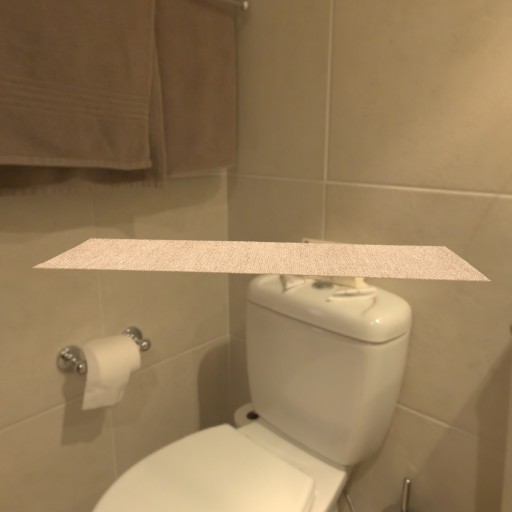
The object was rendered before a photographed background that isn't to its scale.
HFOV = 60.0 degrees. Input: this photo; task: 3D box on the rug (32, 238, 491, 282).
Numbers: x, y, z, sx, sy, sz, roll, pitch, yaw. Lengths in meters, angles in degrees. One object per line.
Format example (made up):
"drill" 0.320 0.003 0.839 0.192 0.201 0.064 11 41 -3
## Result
"rug" 0.000 0.000 2.575 2.346 0.013 0.712 1 15 6
